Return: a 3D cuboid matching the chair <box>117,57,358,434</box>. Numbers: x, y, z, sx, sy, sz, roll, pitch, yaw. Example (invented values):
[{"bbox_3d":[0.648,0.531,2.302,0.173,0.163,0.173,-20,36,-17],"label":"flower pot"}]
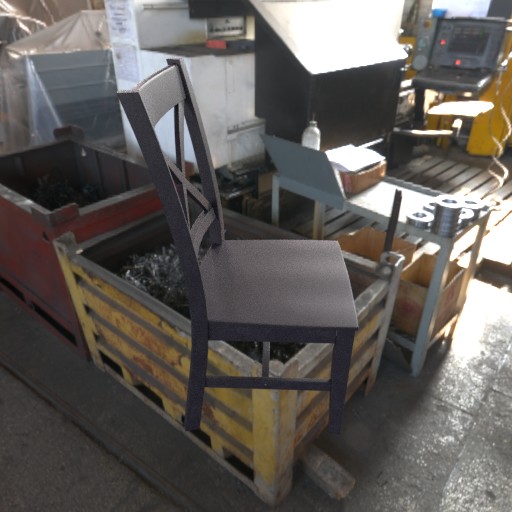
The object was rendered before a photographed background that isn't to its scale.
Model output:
[{"bbox_3d":[0.000,0.000,1.270,0.542,0.983,0.485,1,31,2],"label":"chair"}]
